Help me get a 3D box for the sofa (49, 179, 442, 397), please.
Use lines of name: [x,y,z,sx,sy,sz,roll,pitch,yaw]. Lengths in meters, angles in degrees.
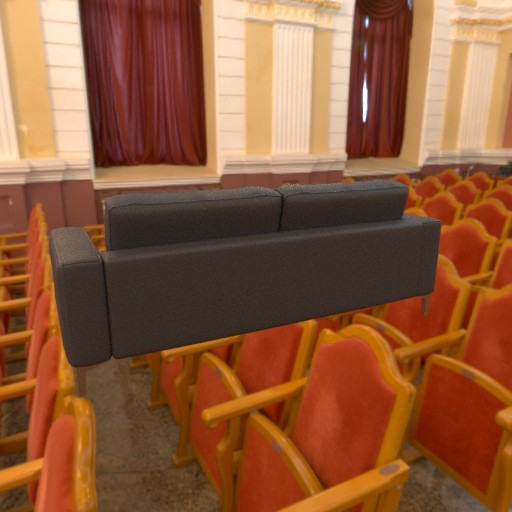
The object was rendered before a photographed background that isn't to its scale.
sofa: [0.000,0.000,2.721,2.275,0.893,0.833,-7,17,-25]
